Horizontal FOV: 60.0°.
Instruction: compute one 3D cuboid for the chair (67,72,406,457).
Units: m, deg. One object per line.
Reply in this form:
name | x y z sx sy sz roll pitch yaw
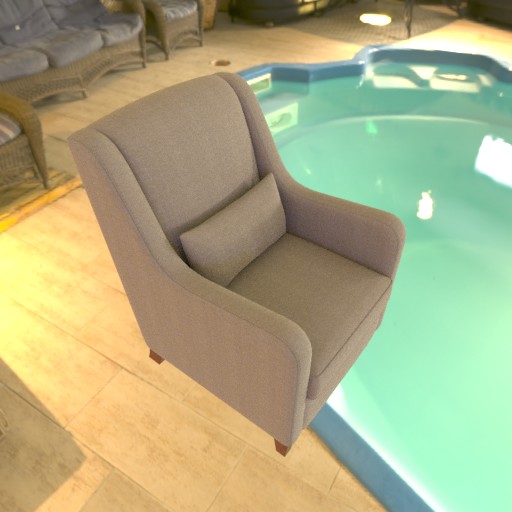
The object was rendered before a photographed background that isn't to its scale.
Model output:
chair | 0.000 0.000 1.618 0.890 1.017 0.715 27 48 27
